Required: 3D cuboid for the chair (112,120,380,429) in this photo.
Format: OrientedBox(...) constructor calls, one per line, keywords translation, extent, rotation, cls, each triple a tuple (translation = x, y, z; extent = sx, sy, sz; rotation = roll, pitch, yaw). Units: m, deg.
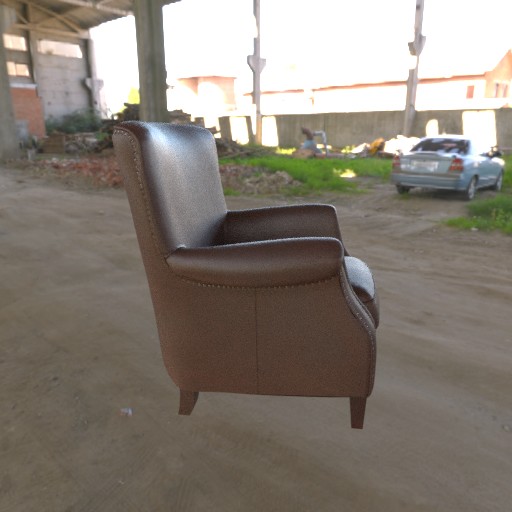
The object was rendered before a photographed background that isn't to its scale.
OrientedBox(translation=(0.000, 0.000, 1.377), extent=(0.746, 0.800, 0.700), rotation=(2, 16, 8), cls="chair")
